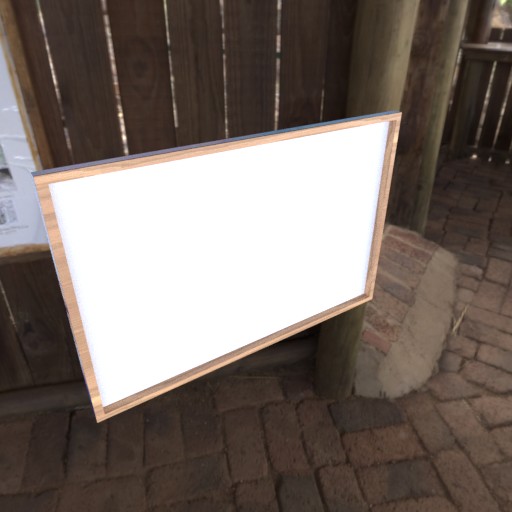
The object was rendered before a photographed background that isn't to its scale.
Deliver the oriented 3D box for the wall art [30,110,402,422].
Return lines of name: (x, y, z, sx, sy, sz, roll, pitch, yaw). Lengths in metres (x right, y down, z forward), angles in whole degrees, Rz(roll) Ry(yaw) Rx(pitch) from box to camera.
wall art: (0.000, 0.000, 1.397, 1.137, 0.756, 0.034, -18, 34, -29)
